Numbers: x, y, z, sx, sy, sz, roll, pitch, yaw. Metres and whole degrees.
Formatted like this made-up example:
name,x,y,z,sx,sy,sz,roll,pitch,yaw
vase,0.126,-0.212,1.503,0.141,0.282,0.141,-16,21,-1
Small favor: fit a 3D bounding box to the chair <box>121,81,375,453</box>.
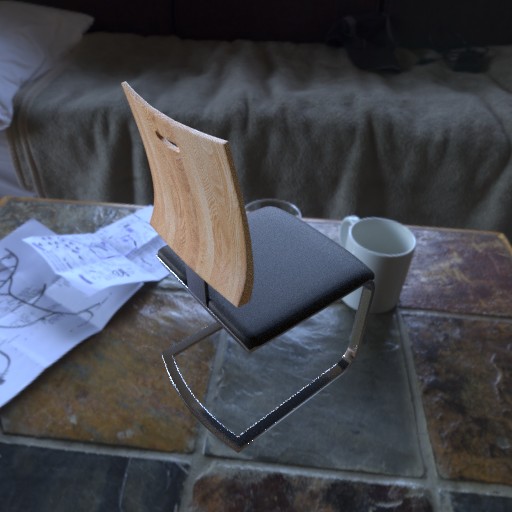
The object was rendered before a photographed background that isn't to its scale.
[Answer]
name,x,y,z,sx,sy,sz,roll,pitch,yaw
chair,0.000,0.000,1.229,0.560,0.936,0.462,-27,47,-29
